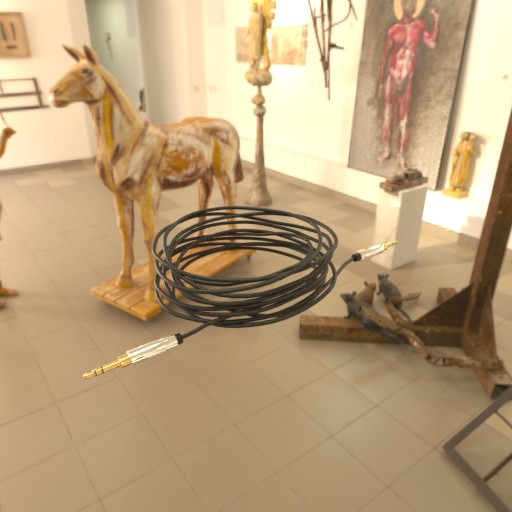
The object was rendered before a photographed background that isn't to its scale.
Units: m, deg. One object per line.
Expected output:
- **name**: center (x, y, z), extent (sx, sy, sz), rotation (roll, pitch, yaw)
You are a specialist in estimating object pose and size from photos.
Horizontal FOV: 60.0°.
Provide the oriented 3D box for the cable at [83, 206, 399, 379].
- **cable**: center (0.000, 0.000, 0.504), extent (0.432, 0.069, 0.198), rotation (-18, 31, -33)
